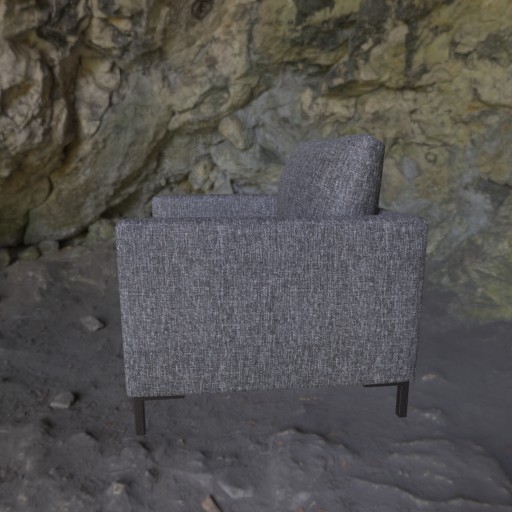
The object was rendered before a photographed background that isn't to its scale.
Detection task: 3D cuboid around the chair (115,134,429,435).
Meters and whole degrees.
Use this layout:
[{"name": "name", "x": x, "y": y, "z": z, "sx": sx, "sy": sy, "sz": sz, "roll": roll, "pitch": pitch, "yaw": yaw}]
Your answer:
[{"name": "chair", "x": 0.000, "y": 0.000, "z": 1.659, "sx": 0.866, "sy": 0.861, "sz": 0.963, "roll": -1, "pitch": 12, "yaw": -6}]
